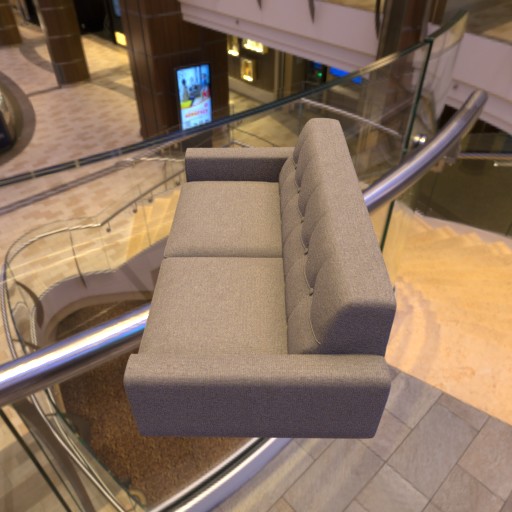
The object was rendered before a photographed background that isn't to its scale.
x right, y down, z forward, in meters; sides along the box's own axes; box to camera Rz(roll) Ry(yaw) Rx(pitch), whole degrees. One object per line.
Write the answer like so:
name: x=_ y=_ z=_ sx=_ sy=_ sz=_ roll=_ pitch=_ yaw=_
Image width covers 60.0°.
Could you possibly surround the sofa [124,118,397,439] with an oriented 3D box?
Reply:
sofa: x=0.000 y=0.000 z=2.143 sx=0.909 sy=0.841 sz=1.631 roll=0 pitch=40 yaw=0
